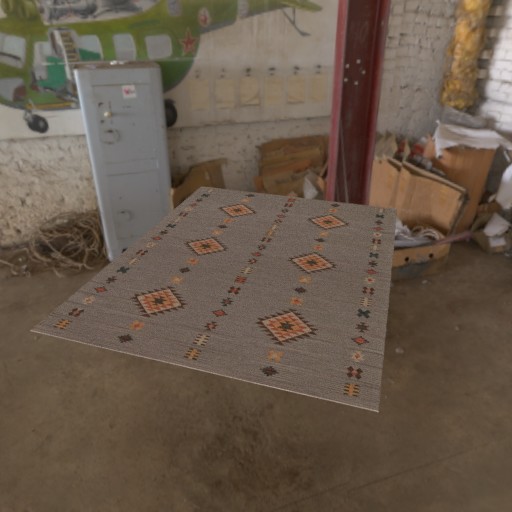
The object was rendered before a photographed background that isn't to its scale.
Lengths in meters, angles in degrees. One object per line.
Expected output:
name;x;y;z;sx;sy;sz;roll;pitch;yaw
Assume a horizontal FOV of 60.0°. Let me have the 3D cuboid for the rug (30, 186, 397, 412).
rug;0.000;0.000;4.106;2.425;0.008;3.035;9;31;15
